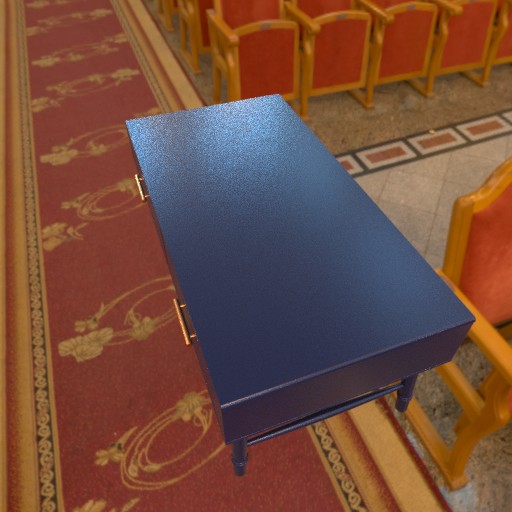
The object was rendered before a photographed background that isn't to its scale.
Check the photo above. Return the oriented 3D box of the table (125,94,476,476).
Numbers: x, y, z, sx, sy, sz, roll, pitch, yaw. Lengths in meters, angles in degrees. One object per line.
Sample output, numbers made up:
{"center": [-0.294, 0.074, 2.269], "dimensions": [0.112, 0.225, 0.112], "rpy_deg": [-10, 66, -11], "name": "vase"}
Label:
{"center": [0.000, 0.000, 1.352], "dimensions": [0.572, 0.457, 1.067], "rpy_deg": [-15, 48, -14], "name": "table"}
